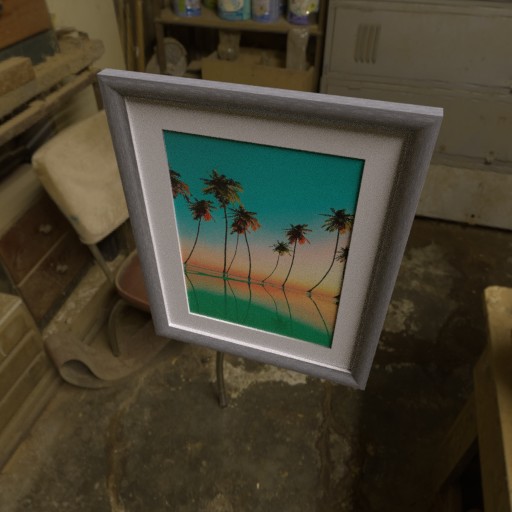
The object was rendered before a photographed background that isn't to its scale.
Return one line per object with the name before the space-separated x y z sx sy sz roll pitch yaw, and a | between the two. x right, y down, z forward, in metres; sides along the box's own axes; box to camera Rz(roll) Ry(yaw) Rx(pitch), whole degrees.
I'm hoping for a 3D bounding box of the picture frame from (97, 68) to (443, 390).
picture frame | 0.000 0.000 0.747 0.454 0.559 0.029 12 42 13
